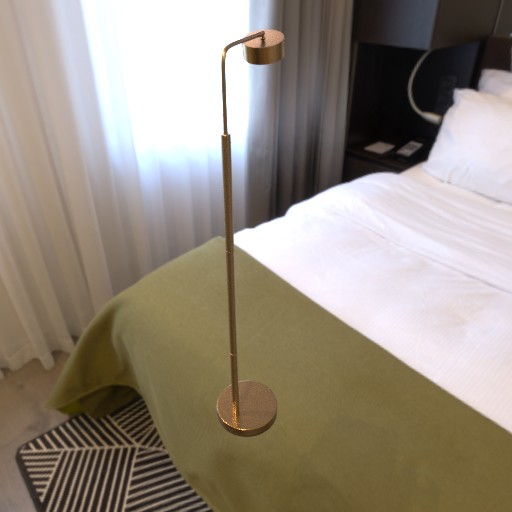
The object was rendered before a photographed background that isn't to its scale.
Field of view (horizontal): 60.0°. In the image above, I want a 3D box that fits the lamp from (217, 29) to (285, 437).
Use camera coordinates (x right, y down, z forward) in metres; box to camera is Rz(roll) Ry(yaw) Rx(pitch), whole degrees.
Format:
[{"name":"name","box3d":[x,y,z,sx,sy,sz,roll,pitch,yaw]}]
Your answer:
[{"name":"lamp","box3d":[0.000,0.000,1.381,0.219,1.230,0.418,10,34,16]}]
